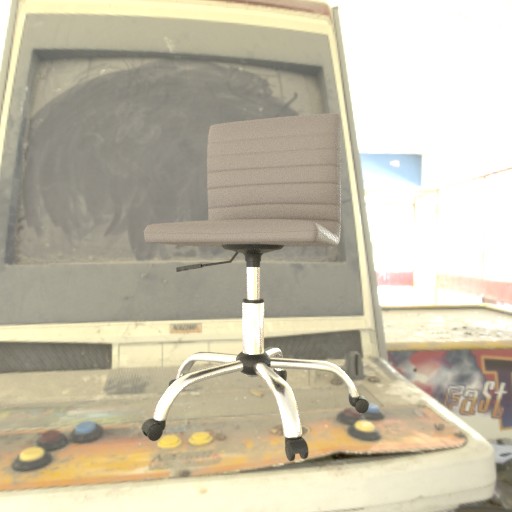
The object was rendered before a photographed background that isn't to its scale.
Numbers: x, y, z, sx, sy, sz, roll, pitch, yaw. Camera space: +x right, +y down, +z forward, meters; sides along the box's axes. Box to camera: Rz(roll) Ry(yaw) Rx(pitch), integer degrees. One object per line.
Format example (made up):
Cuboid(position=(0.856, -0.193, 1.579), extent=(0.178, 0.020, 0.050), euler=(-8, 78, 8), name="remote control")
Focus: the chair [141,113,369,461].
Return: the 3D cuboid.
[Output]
Cuboid(position=(0.000, 0.000, 1.130), extent=(0.556, 0.780, 0.530), euler=(0, 1, 18), name="chair")
